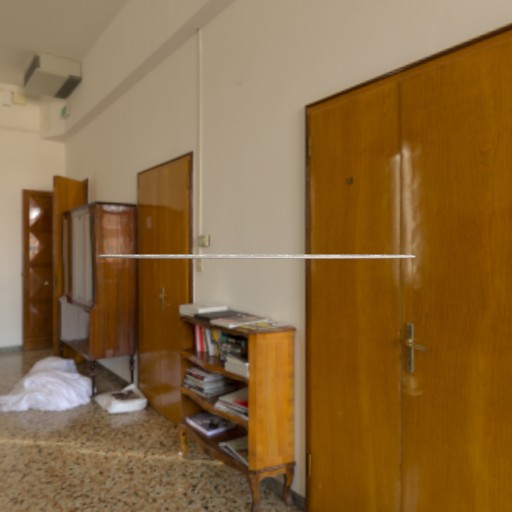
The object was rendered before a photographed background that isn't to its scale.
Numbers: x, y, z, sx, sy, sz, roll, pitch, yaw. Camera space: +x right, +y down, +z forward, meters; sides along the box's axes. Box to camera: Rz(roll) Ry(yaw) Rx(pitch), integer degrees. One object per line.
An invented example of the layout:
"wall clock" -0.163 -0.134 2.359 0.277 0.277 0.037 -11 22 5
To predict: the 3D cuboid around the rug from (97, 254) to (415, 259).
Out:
"rug" 0.000 0.000 2.355 1.593 0.012 1.593 0 0 0
